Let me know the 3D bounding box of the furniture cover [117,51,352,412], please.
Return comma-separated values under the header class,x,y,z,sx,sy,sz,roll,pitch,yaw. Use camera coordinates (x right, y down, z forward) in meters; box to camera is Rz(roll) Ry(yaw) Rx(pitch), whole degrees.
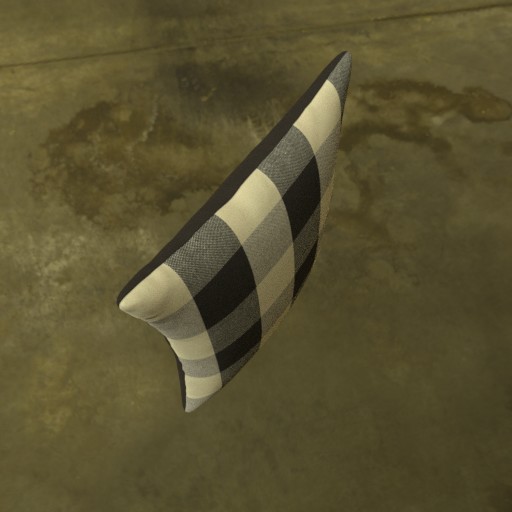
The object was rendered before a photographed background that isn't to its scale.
class,x,y,z,sx,sy,sz,roll,pitch,yaw
furniture cover,0.000,0.000,0.780,0.161,0.509,0.511,30,63,17
